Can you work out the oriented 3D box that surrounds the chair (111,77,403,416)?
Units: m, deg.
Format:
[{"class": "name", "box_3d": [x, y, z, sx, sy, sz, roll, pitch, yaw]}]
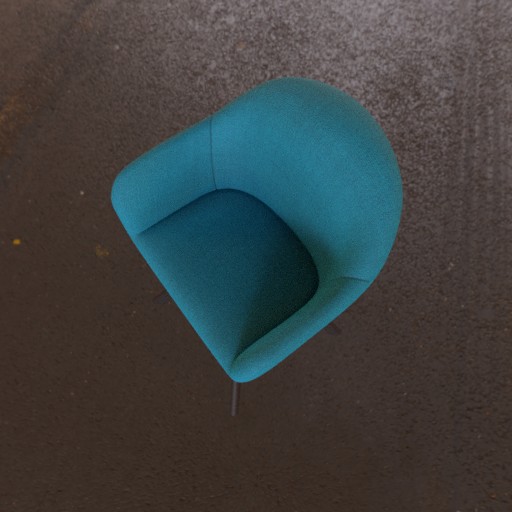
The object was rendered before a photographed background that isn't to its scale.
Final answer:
[{"class": "chair", "box_3d": [0.000, 0.000, 1.191, 0.550, 0.795, 0.590, -34, 68, -16]}]
